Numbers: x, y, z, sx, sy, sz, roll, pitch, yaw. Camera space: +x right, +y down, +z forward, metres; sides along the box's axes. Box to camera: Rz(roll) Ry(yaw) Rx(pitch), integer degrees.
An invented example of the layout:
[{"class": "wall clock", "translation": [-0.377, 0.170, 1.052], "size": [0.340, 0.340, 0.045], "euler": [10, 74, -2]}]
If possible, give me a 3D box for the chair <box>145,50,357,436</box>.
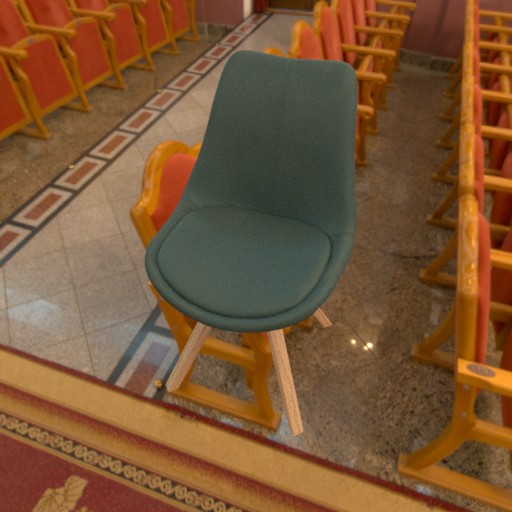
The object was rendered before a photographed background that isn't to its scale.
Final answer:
[{"class": "chair", "translation": [0.000, 0.000, 1.174], "size": [0.483, 0.865, 0.547], "euler": [14, 44, 15]}]
